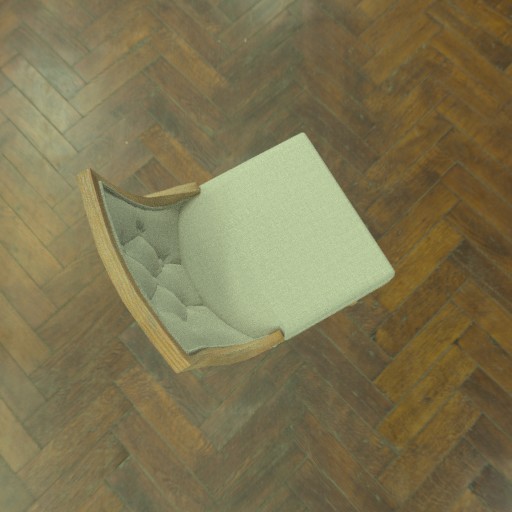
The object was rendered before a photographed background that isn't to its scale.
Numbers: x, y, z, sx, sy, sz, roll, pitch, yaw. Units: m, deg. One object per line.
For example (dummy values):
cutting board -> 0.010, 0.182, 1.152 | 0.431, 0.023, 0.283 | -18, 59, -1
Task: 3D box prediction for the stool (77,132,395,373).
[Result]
stool -> 0.000, 0.000, 1.312 | 0.626, 0.938, 0.524 | -29, 78, -7
